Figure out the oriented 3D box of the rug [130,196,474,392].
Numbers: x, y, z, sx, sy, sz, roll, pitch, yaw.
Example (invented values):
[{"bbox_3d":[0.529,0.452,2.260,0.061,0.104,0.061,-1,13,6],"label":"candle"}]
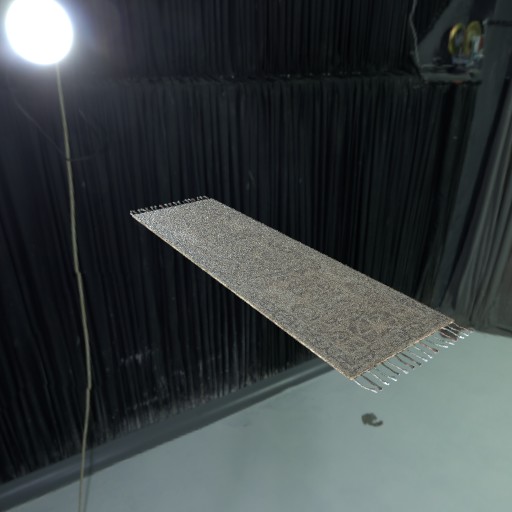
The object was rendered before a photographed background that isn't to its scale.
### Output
[{"bbox_3d":[0.000,0.000,2.960,0.762,0.011,2.664,-17,31,-32],"label":"rug"}]
